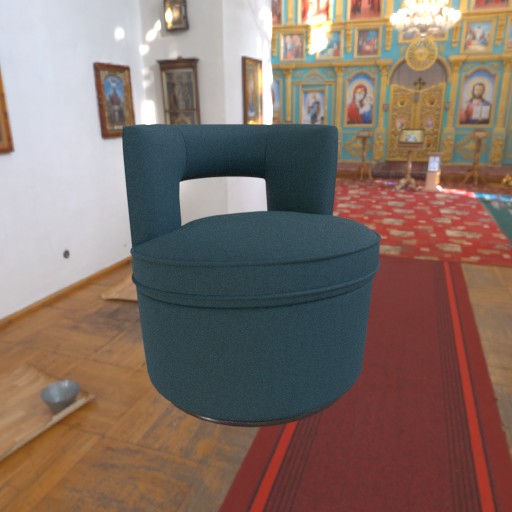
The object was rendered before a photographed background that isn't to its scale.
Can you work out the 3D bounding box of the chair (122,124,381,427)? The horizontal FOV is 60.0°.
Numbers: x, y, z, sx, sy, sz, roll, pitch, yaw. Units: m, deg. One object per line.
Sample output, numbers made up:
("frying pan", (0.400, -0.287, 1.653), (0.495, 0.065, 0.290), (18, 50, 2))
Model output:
("chair", (0.000, 0.000, 1.246), (0.684, 0.711, 0.660), (-8, 18, -25))
